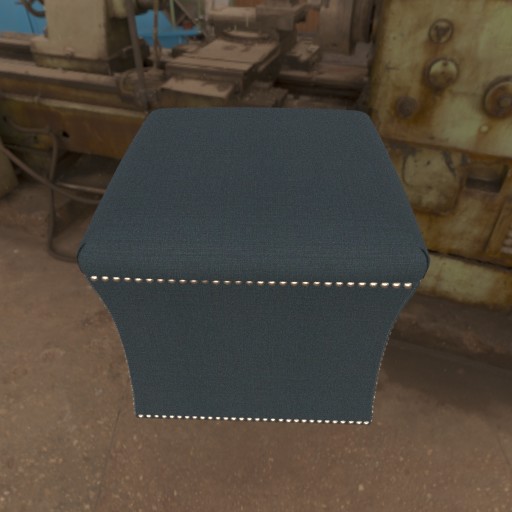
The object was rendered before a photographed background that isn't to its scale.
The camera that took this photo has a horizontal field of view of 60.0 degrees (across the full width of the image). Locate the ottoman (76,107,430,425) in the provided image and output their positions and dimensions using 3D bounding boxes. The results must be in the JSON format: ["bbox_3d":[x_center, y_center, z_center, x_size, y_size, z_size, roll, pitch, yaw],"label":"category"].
[{"bbox_3d":[0.000,0.000,0.900,0.497,0.475,0.507,1,40,1],"label":"ottoman"}]
